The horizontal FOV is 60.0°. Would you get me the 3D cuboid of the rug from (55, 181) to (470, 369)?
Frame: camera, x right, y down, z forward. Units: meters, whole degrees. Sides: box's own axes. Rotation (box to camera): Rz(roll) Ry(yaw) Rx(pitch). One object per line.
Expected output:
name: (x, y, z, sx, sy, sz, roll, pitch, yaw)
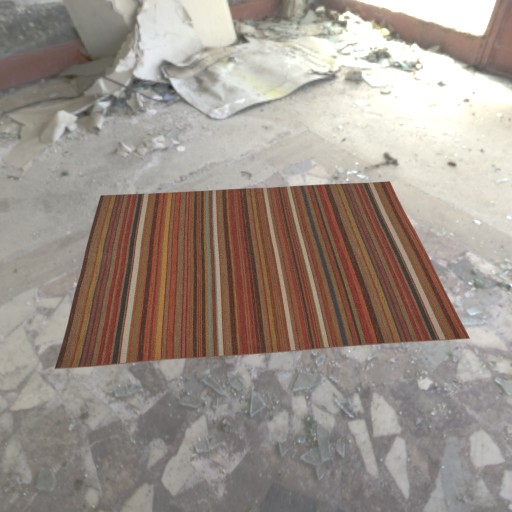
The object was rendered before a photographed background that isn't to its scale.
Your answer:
rug: (0.000, 0.000, 2.361, 1.828, 0.007, 1.217, -3, 45, -3)
